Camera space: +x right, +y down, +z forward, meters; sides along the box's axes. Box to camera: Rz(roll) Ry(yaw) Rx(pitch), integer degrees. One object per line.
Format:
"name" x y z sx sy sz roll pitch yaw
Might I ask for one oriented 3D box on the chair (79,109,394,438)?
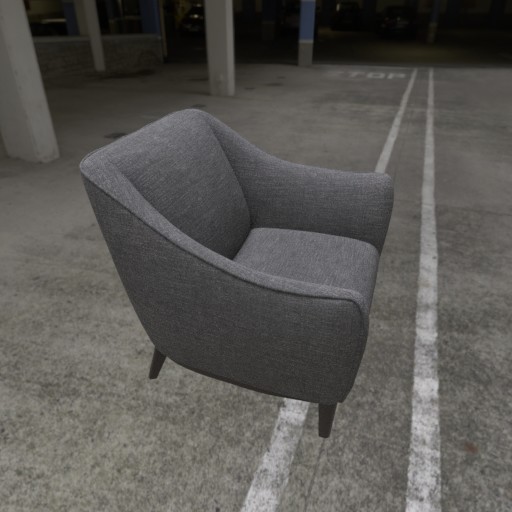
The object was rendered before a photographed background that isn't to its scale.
"chair" 0.000 0.000 1.562 0.851 0.829 0.870 10 33 16
